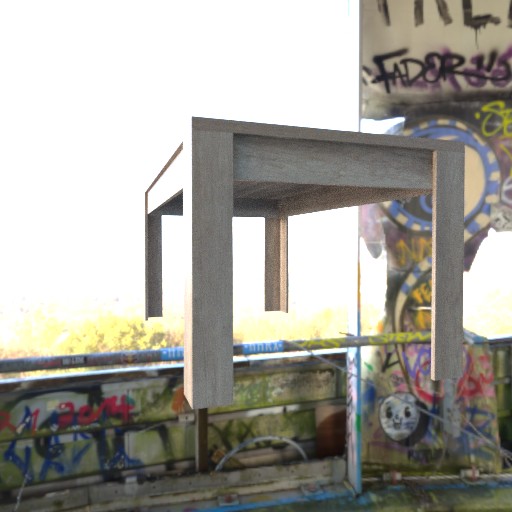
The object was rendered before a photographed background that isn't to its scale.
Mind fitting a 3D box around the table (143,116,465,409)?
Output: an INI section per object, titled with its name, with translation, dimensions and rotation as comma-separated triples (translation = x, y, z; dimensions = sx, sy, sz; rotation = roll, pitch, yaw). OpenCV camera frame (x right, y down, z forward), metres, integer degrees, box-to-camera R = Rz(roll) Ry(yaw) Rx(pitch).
[table]
translation = 0.000, 0.000, 2.069
dimensions = 0.900, 0.775, 1.600
rotation = 0, 1, -19
